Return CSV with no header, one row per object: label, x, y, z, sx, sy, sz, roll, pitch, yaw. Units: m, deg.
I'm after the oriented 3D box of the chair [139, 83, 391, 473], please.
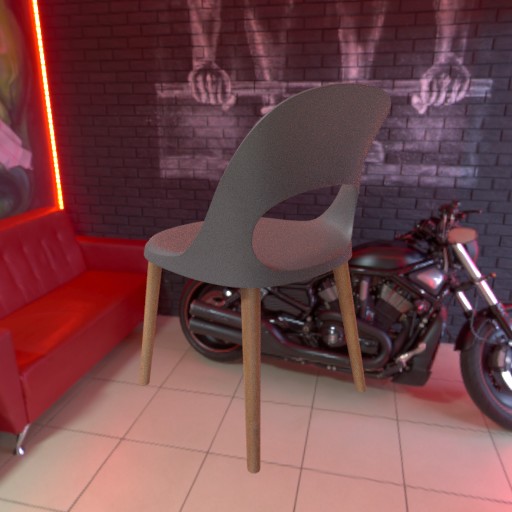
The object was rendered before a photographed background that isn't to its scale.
chair,0.000,0.000,1.133,0.470,0.795,0.556,-16,23,-42
